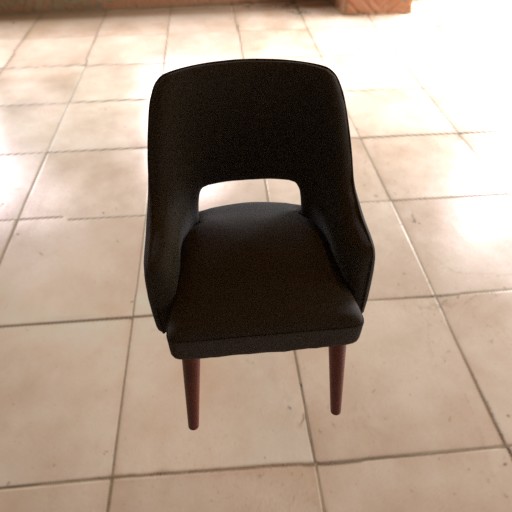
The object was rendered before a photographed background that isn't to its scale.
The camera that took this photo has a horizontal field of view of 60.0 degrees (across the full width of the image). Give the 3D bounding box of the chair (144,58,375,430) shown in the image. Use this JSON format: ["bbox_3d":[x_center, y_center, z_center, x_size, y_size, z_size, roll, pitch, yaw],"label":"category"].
[{"bbox_3d":[0.000,0.000,1.201,0.559,0.838,0.560,-4,46,-4],"label":"chair"}]
